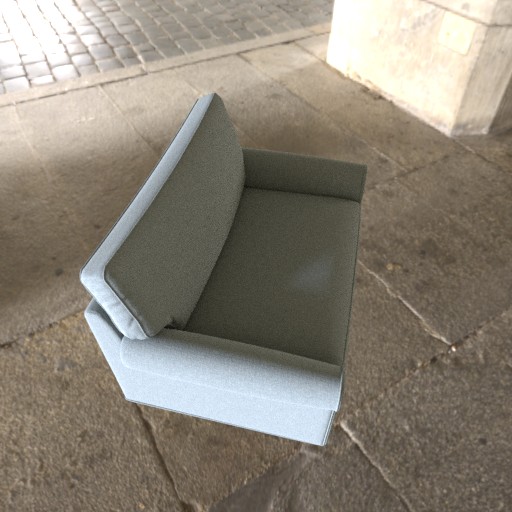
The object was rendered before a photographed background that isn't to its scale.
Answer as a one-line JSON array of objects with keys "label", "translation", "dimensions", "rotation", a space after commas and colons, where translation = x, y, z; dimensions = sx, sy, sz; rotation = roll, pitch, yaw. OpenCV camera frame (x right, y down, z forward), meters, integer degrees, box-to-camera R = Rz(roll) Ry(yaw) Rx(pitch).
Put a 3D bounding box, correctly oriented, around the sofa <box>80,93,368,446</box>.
[{"label": "sofa", "translation": [0.000, 0.000, 2.077], "dimensions": [0.940, 0.953, 1.410], "rotation": [10, 47, 9]}]
